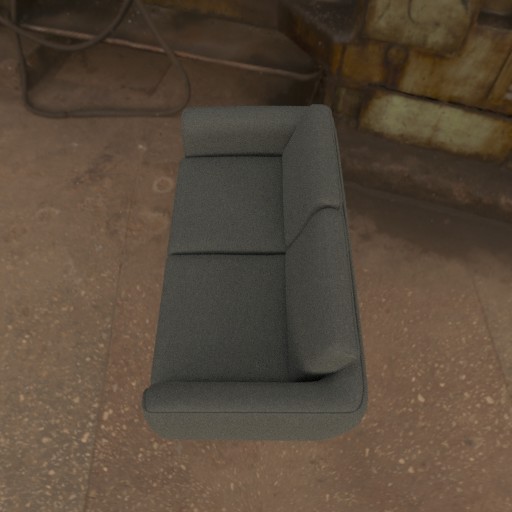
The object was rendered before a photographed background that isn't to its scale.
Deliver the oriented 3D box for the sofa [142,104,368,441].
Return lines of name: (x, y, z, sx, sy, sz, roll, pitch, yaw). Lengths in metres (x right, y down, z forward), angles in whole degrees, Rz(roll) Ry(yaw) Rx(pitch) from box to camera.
sofa: (0.000, 0.000, 2.234, 0.920, 0.850, 1.700, 0, 59, 0)
